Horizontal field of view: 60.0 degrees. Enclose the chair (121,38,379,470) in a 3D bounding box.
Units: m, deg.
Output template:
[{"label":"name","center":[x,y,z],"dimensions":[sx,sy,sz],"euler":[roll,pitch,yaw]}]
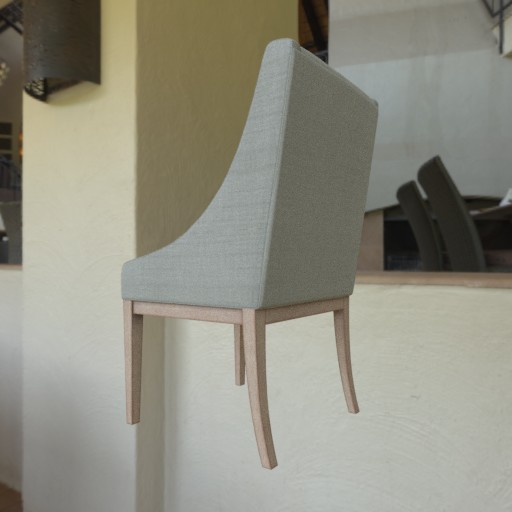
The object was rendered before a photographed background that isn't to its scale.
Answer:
[{"label":"chair","center":[0.000,0.000,1.400],"dimensions":[0.611,1.021,0.575],"euler":[0,-1,37]}]
